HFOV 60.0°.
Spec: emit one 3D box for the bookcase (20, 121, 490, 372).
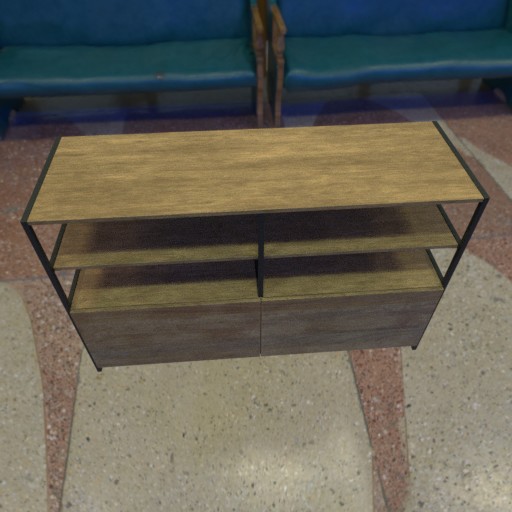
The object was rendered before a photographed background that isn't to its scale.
[{"bbox_3d":[0.000,0.000,1.462,1.149,0.712,0.391,-3,47,-3],"label":"bookcase"}]
